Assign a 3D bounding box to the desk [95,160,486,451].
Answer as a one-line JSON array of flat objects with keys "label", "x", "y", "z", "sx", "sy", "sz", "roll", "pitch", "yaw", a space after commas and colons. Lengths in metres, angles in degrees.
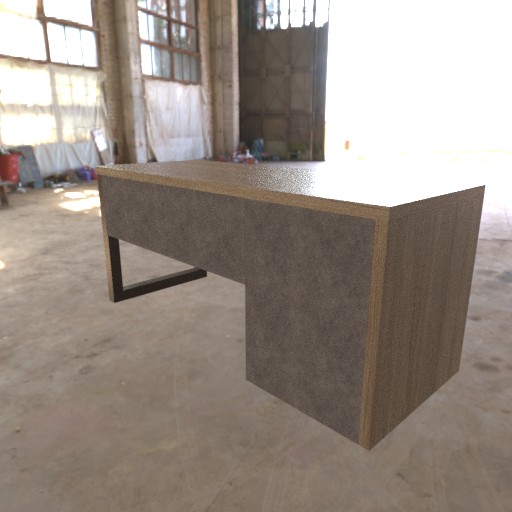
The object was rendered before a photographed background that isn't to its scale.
[{"label": "desk", "x": 0.000, "y": 0.000, "z": 2.061, "sx": 0.690, "sy": 0.760, "sz": 1.700, "roll": -15, "pitch": 22, "yaw": -42}]
